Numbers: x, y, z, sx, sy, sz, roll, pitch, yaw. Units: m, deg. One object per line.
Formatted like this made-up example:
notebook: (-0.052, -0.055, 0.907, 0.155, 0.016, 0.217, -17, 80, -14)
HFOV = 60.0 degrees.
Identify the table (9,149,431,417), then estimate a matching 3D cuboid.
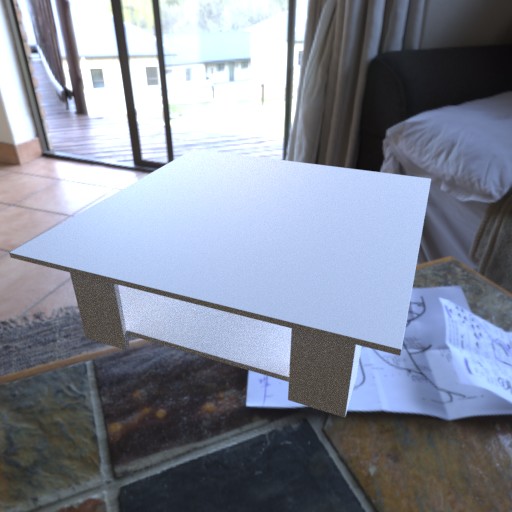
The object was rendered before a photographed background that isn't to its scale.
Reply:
table: (0.000, 0.000, 1.328, 0.890, 0.305, 0.890, 11, 32, 19)
